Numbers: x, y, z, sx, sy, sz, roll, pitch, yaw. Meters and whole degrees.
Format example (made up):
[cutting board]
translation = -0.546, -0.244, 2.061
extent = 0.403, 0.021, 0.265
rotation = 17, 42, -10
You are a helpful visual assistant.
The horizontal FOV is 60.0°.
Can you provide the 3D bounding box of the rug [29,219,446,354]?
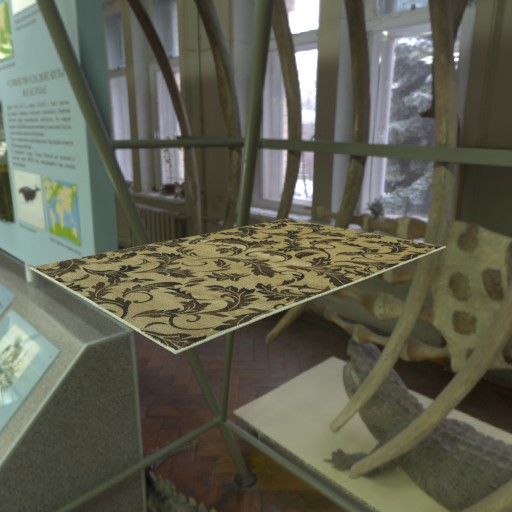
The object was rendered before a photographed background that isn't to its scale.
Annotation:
[rug]
translation = 0.000, 0.000, 2.873
extent = 2.284, 0.008, 1.522
rotation = -14, 21, -43
